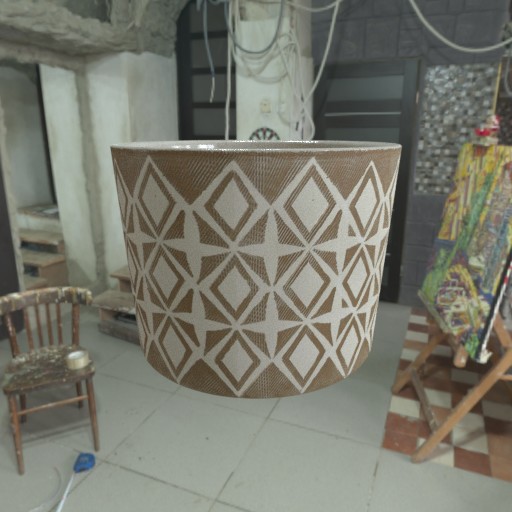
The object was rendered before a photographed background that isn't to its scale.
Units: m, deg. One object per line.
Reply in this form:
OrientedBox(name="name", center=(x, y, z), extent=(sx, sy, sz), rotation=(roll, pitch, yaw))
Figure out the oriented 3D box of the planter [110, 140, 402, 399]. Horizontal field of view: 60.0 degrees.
OrientedBox(name="planter", center=(0.000, 0.000, 0.445), extent=(0.260, 0.220, 0.260), rotation=(0, 16, 0))
